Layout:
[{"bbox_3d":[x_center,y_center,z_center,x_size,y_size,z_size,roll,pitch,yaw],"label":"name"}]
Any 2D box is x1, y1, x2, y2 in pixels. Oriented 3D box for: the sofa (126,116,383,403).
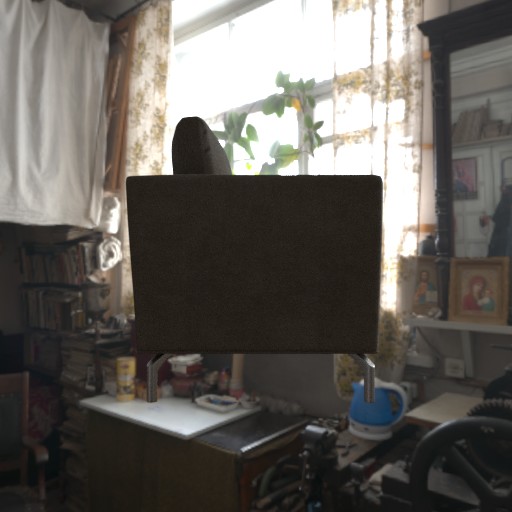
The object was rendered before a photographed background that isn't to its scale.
[{"bbox_3d":[0.000,0.000,2.338,0.855,1.013,1.832,0,-1,0],"label":"sofa"}]
